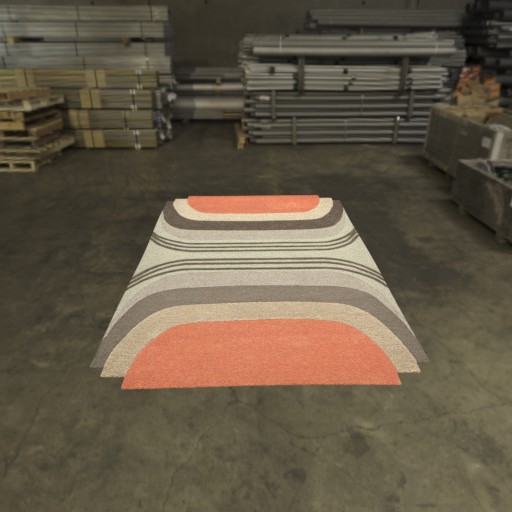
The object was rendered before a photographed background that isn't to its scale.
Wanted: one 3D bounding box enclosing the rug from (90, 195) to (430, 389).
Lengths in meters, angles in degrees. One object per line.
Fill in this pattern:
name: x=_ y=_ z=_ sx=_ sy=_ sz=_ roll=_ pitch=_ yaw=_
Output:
rug: x=0.000 y=0.000 z=2.949 sx=1.530 sy=0.017 sz=2.446 roll=0 pitch=27 yaw=-1
